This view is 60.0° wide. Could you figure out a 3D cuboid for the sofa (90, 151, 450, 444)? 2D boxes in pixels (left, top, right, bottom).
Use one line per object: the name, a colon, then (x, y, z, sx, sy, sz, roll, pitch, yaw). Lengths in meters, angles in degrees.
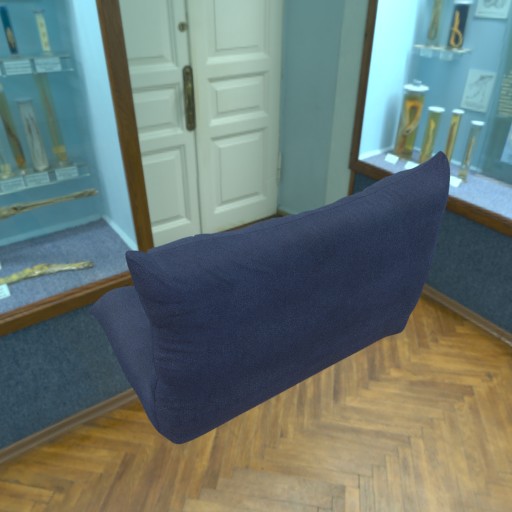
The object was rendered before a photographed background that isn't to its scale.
sofa: (0.000, 0.000, 1.661, 1.122, 0.778, 0.849, -19, 37, -28)
